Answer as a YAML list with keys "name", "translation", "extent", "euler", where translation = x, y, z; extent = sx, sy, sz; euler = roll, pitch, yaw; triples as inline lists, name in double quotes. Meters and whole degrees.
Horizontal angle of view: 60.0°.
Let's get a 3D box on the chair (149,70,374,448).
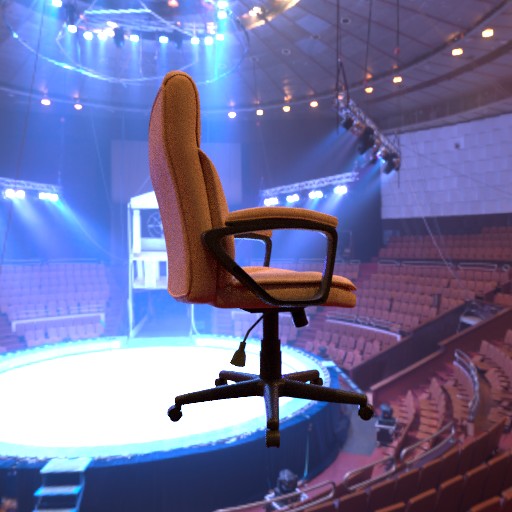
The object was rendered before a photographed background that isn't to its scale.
- name: "chair"
  translation: [0.000, 0.000, 1.581]
  extent: [0.724, 1.105, 0.667]
  euler: [0, -1, -18]
